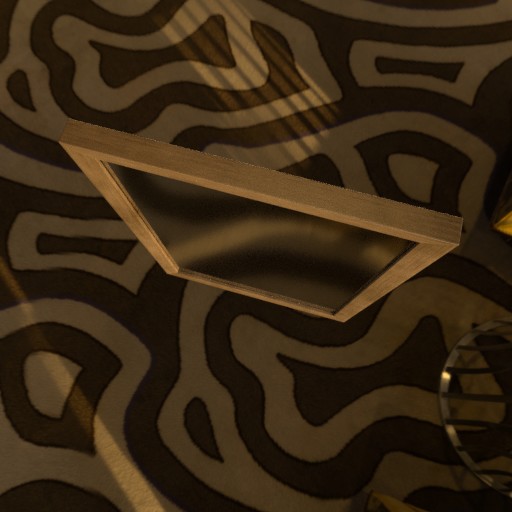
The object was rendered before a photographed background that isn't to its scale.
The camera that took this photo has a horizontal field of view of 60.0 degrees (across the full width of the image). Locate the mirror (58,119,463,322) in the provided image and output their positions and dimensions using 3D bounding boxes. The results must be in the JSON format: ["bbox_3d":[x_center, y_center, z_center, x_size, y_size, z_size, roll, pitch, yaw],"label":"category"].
[{"bbox_3d":[0.000,0.000,0.887,0.507,0.710,0.040,15,75,4],"label":"mirror"}]
